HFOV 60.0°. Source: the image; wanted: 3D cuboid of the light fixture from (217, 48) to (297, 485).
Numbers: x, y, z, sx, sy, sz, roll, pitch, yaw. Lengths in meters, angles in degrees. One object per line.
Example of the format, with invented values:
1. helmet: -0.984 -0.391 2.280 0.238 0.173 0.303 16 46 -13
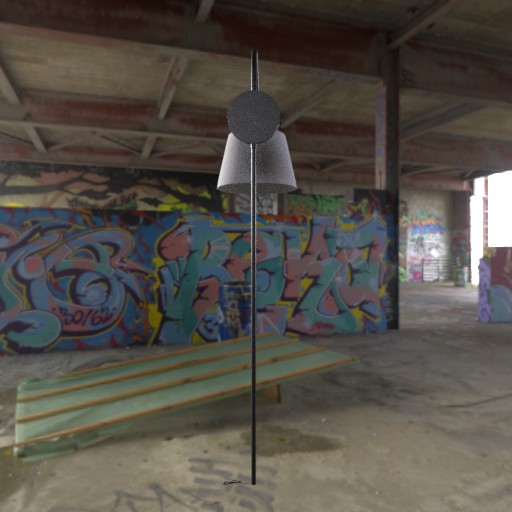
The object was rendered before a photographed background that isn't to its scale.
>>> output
1. light fixture: 0.000 0.000 0.472 0.092 0.399 0.176 0 0 1
